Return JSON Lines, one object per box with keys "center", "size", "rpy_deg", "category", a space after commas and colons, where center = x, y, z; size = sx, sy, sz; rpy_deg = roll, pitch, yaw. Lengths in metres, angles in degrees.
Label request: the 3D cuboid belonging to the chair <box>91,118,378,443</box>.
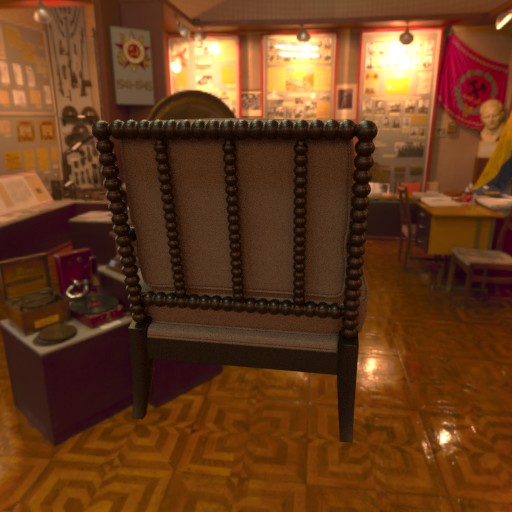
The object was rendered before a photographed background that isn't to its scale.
{"center": [0.000, 0.000, 1.119], "size": [0.540, 0.661, 0.622], "rpy_deg": [3, 17, 9], "category": "chair"}
